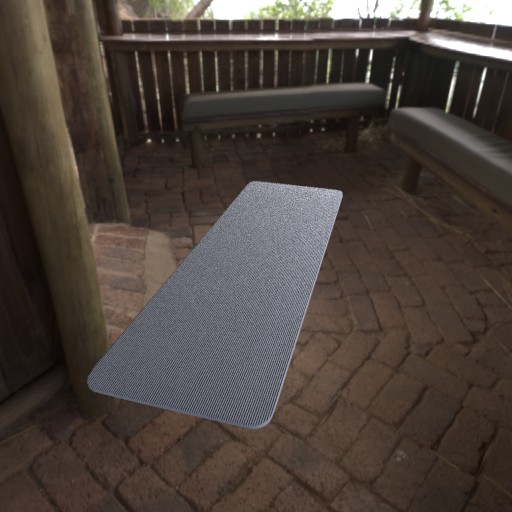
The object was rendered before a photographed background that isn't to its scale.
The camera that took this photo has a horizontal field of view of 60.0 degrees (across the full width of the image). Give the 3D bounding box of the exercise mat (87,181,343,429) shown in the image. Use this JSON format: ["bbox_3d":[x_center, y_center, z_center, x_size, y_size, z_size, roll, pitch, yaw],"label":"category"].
[{"bbox_3d":[0.000,0.000,2.112,0.616,0.021,1.884,8,31,14],"label":"exercise mat"}]
